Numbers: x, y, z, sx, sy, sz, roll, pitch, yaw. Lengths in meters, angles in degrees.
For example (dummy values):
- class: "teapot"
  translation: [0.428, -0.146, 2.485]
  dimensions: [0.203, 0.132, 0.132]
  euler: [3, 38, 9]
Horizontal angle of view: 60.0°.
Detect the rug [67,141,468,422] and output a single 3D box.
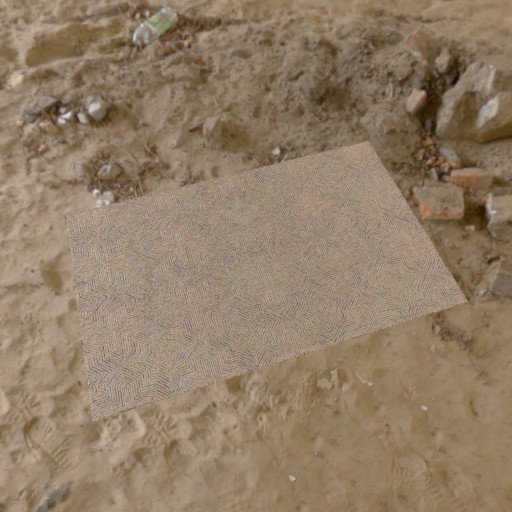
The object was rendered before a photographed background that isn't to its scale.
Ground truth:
- class: "rug"
  translation: [0.000, 0.000, 3.069]
  dimensions: [2.428, 0.007, 1.519]
  euler: [-16, 61, -9]
